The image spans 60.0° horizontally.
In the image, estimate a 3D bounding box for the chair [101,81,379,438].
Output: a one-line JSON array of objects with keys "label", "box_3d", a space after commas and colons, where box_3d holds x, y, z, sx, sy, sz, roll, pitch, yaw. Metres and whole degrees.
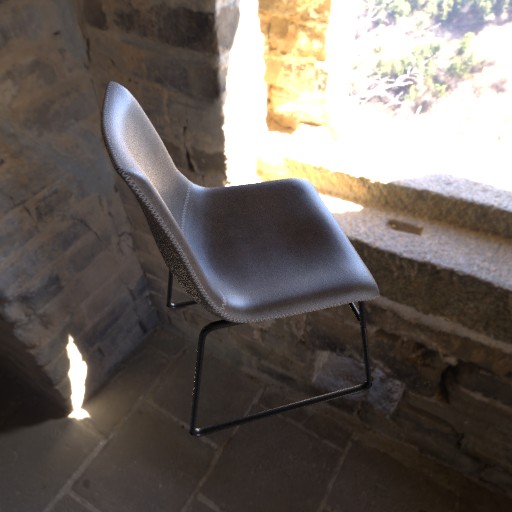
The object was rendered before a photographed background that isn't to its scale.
[{"label": "chair", "box_3d": [0.000, 0.000, 1.076, 0.550, 0.780, 0.460, -11, 46, -11]}]
